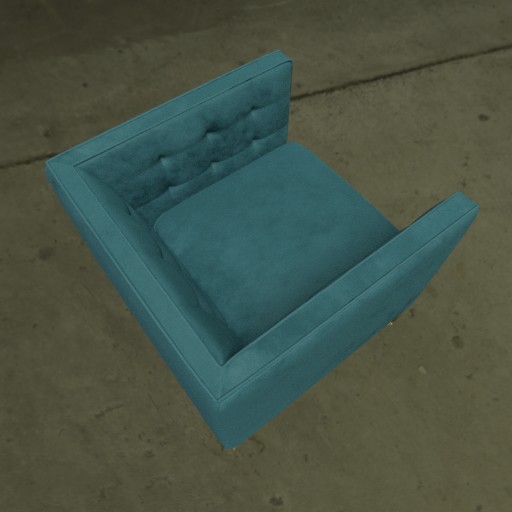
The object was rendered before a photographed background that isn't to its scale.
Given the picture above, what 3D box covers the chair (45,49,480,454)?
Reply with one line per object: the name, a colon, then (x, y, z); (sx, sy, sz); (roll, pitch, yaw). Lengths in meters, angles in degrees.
chair: (0.000, 0.000, 1.534); (0.894, 0.790, 0.880); (-33, 65, -18)
